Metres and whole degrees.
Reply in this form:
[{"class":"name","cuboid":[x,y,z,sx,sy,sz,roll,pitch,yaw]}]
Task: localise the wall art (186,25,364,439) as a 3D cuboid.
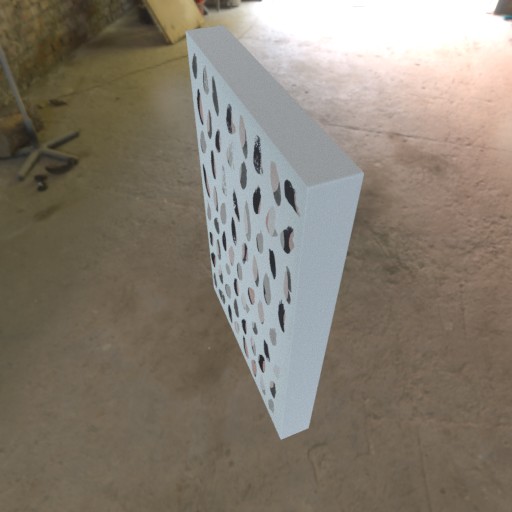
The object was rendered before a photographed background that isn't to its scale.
[{"class":"wall art","cuboid":[0.000,0.000,0.477,0.039,0.381,0.252,-17,49,-15]}]
